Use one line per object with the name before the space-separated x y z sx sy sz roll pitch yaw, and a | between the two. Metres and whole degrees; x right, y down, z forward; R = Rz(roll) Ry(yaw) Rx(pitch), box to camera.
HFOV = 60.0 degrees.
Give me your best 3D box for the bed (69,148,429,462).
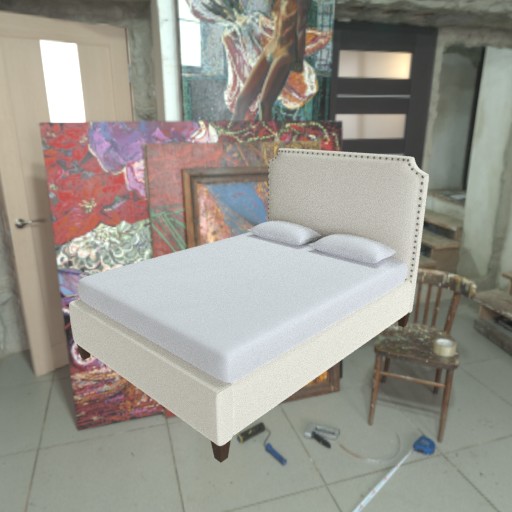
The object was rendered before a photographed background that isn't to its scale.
bed | 0.000 0.000 3.534 1.712 1.497 2.372 16 24 41
